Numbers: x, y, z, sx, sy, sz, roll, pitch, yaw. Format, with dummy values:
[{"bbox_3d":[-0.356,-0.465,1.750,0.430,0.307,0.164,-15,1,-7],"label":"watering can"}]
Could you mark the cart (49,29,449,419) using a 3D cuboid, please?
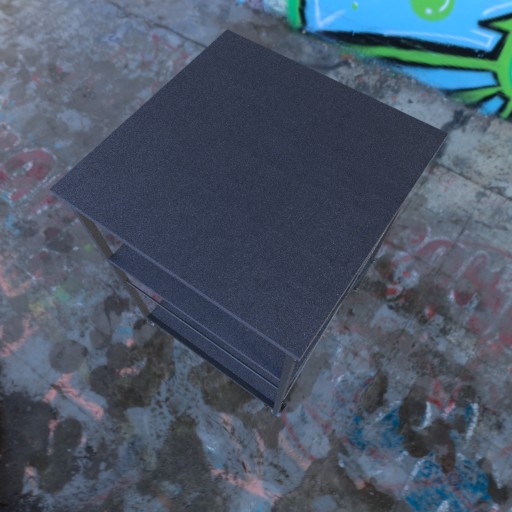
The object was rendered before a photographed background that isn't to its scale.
[{"bbox_3d":[0.000,0.000,1.143,0.520,0.762,0.521,32,67,15],"label":"cart"}]
